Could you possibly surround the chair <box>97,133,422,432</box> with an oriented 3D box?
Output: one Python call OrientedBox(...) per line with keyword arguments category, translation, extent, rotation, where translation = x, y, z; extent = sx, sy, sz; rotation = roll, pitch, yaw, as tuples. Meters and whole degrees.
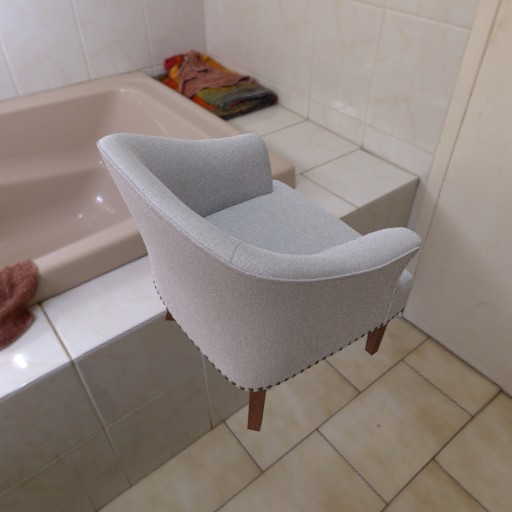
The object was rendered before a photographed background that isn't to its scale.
OrientedBox(category="chair", translation=(0.000, 0.000, 1.402), extent=(0.704, 0.815, 0.798), rotation=(-25, 47, -26))
